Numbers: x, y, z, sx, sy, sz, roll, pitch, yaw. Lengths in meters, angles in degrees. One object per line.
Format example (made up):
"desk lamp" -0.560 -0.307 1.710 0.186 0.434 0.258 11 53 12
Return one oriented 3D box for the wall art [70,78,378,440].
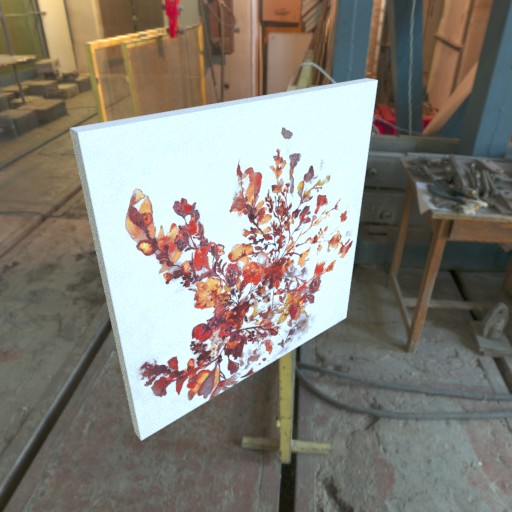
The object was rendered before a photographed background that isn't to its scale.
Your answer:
"wall art" 0.000 0.000 1.109 0.757 0.757 0.037 -23 38 -33
